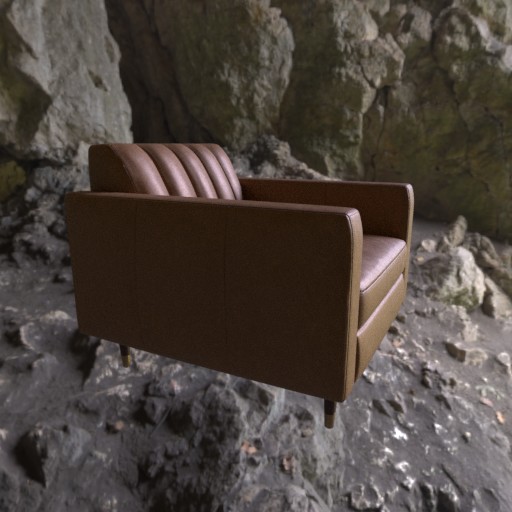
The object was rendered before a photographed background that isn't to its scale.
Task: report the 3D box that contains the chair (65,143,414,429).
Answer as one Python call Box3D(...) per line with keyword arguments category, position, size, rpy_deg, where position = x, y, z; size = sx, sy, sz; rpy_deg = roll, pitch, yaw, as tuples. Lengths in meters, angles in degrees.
Box3D(category="chair", position=(0.000, 0.000, 1.664), size=(0.998, 0.819, 0.953), rpy_deg=(7, 16, 27))
